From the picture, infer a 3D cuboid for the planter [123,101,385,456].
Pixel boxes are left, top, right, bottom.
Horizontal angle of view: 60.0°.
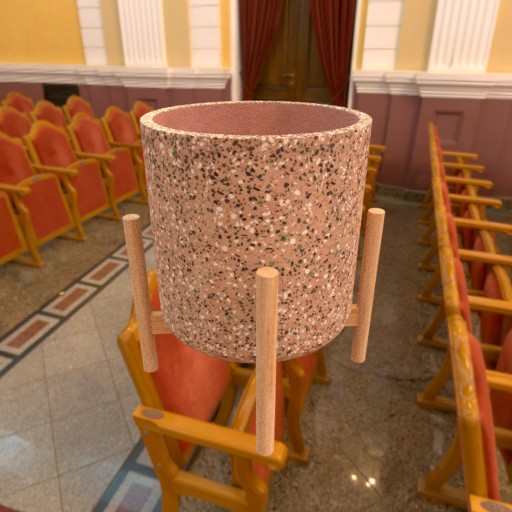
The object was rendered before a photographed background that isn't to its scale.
[{"bbox_3d":[0.000,0.000,0.685,0.360,0.419,0.360,8,27,17],"label":"planter"}]
